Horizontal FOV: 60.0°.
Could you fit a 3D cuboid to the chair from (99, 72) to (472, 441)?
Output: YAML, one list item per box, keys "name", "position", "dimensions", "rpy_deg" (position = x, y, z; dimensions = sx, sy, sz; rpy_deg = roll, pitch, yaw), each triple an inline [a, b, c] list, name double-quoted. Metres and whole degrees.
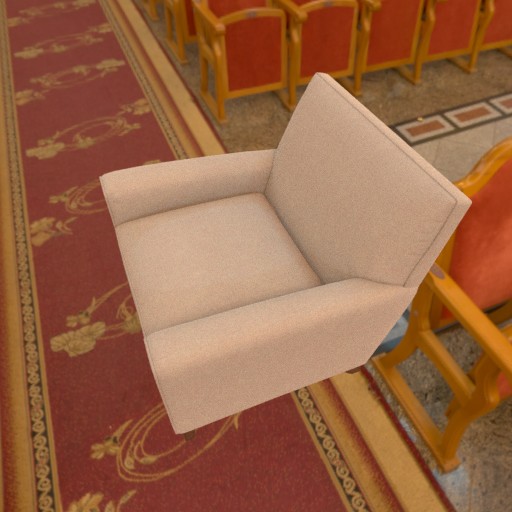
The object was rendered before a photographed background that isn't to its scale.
- name: "chair"
  position: [0.000, 0.000, 1.540]
  dimensions: [0.871, 0.846, 0.840]
  rpy_deg: [-17, 49, -15]
